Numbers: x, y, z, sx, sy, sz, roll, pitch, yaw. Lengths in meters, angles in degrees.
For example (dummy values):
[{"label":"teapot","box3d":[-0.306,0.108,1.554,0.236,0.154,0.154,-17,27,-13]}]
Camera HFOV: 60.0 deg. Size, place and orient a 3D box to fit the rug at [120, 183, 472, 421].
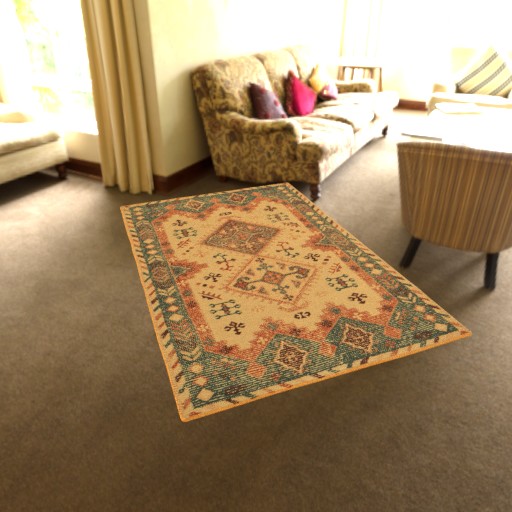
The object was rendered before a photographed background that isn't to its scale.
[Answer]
[{"label":"rug","box3d":[0.000,0.000,2.377,1.225,0.015,1.840,-11,32,-18]}]
